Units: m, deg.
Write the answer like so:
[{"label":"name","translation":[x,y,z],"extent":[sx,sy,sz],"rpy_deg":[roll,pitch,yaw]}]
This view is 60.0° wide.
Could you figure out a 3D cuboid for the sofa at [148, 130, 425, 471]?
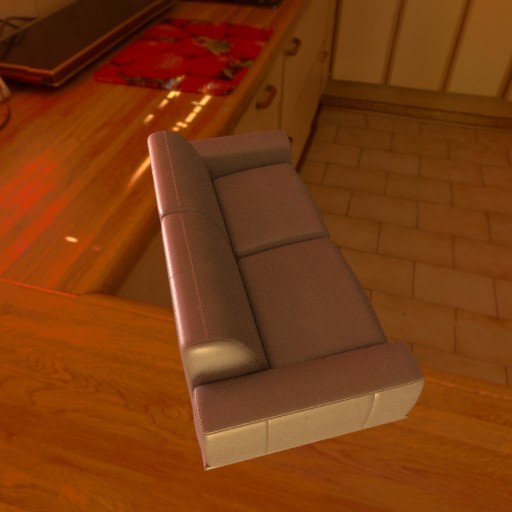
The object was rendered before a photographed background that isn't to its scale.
[{"label":"sofa","translation":[0.000,0.000,2.326],"extent":[0.900,0.772,1.901],"rpy_deg":[-10,46,-10]}]
